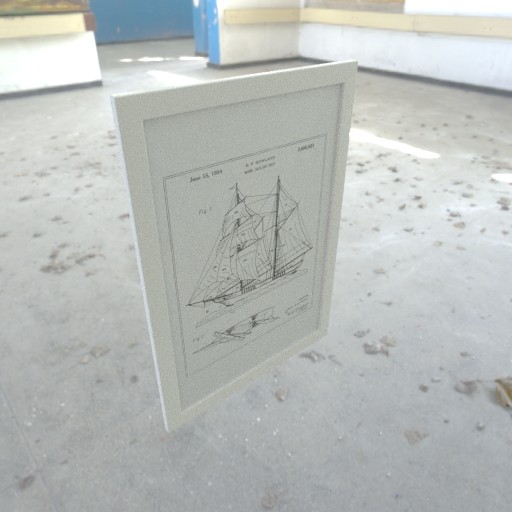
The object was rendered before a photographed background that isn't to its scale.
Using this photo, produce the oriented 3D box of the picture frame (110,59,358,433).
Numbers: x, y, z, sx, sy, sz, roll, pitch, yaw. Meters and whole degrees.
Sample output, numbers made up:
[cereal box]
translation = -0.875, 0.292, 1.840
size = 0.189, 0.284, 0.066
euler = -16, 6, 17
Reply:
[picture frame]
translation = 0.000, 0.000, 0.694
size = 0.381, 0.534, 0.012
euler = -23, 39, -33
